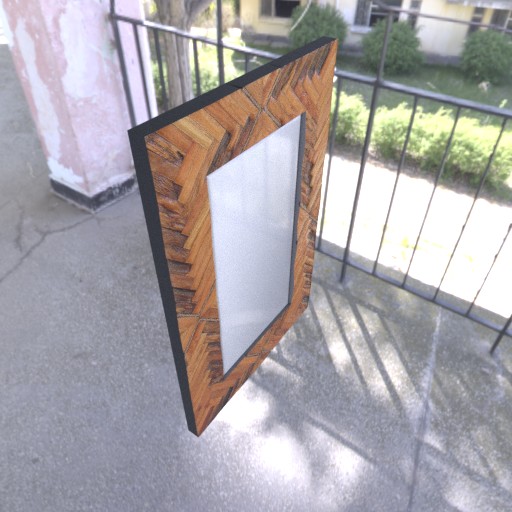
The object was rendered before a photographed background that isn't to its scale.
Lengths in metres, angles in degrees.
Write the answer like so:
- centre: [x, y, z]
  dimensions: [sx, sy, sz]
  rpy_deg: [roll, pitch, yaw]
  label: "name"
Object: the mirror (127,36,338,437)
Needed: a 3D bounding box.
- centre: [0.000, 0.000, 1.141]
  dimensions: [0.044, 0.912, 0.606]
  rpy_deg: [25, 47, 26]
  label: "mirror"
